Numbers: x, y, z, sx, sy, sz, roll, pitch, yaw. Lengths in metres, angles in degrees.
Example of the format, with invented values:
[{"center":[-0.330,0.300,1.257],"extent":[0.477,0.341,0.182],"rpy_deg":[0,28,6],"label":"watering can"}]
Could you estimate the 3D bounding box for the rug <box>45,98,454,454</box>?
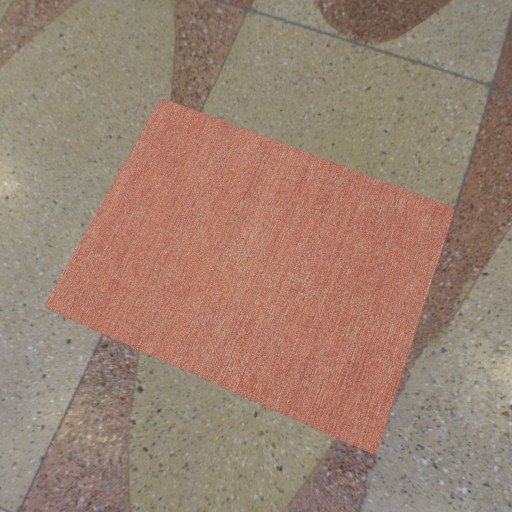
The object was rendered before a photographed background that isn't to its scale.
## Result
[{"center":[0.000,0.000,2.759],"extent":[2.112,0.009,1.594],"rpy_deg":[22,75,6],"label":"rug"}]
